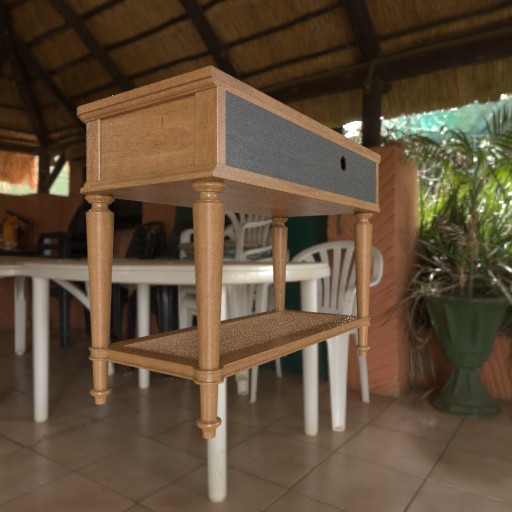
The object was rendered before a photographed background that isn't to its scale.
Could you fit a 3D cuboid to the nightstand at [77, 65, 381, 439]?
[{"bbox_3d":[0.000,0.000,1.303,0.432,0.700,0.914,0,1,35],"label":"nightstand"}]
